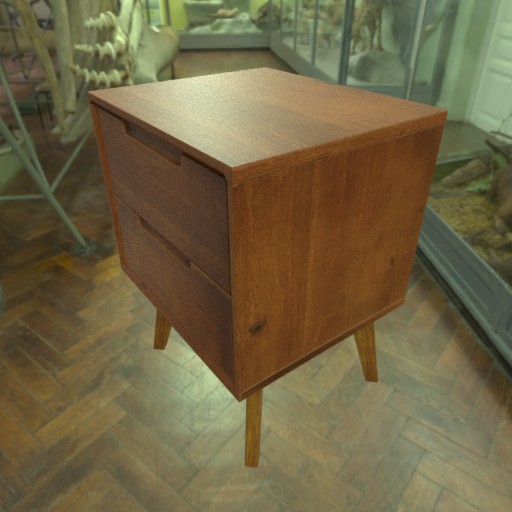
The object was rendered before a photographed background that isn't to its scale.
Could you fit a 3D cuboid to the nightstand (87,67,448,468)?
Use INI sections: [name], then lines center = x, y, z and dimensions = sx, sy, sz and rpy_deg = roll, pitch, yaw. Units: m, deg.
[nightstand]
center = 0.000, 0.000, 0.905
dimensions = 0.411, 0.618, 0.460
rpy_deg = -22, 39, -30
